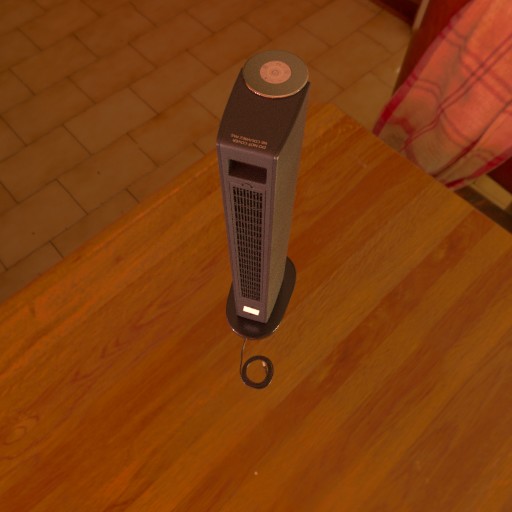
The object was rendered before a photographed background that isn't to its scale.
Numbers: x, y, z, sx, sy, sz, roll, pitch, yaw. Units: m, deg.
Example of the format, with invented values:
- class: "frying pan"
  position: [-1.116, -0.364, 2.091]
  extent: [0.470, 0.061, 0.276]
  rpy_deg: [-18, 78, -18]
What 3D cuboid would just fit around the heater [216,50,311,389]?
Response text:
- class: "heater"
  position: [0.000, 0.000, 1.055]
  extent: [0.214, 0.856, 0.458]
  rpy_deg: [15, 65, 7]
